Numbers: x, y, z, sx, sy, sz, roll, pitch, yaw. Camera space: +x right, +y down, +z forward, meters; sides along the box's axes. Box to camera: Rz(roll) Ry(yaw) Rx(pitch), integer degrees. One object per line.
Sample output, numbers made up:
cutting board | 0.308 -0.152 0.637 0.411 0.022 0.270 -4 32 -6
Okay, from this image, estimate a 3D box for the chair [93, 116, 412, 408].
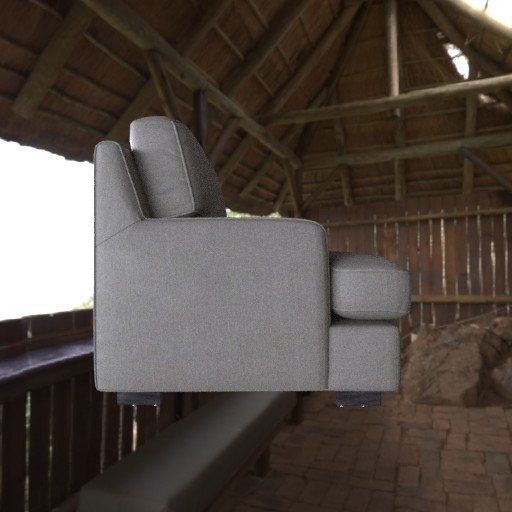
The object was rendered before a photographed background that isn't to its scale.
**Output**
chair | 0.000 0.000 1.992 1.043 0.974 1.270 0 0 1
